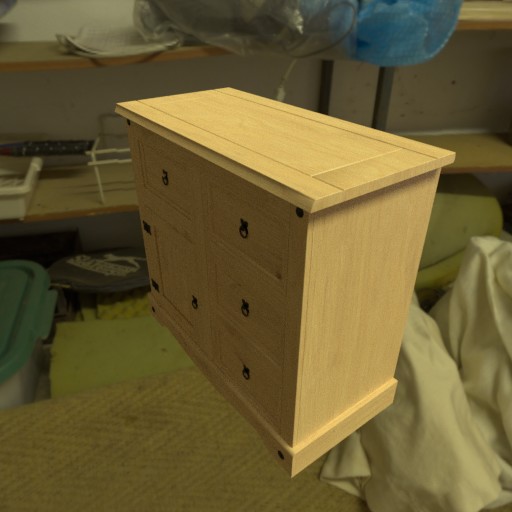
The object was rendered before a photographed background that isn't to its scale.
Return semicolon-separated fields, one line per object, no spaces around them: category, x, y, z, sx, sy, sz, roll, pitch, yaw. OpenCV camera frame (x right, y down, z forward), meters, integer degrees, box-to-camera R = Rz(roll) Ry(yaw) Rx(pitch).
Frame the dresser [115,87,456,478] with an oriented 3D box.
dresser;0.000;0.000;1.412;0.440;0.835;0.915;-21;37;-31
